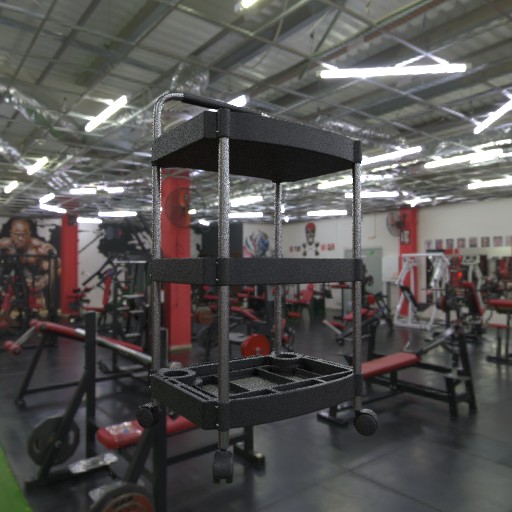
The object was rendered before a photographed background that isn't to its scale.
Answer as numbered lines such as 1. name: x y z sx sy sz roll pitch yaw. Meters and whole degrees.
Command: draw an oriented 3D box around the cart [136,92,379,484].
1. cart: 0.000 0.000 1.377 0.584 1.075 0.518 1 -1 -36
